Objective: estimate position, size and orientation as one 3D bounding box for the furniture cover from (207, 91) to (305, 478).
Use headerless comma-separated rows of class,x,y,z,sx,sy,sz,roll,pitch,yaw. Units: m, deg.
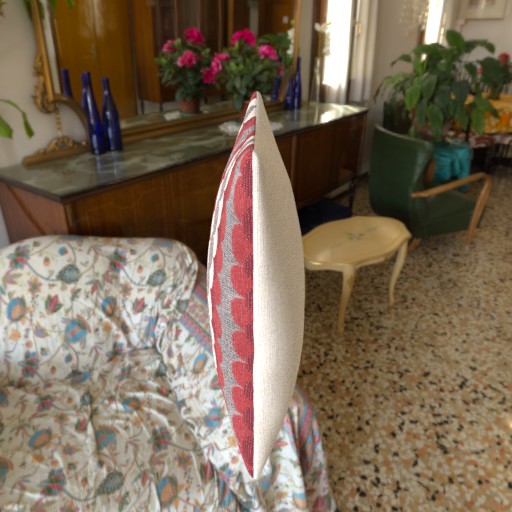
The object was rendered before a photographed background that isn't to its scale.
furniture cover,0.000,0.000,0.662,0.145,0.420,0.435,0,26,1
